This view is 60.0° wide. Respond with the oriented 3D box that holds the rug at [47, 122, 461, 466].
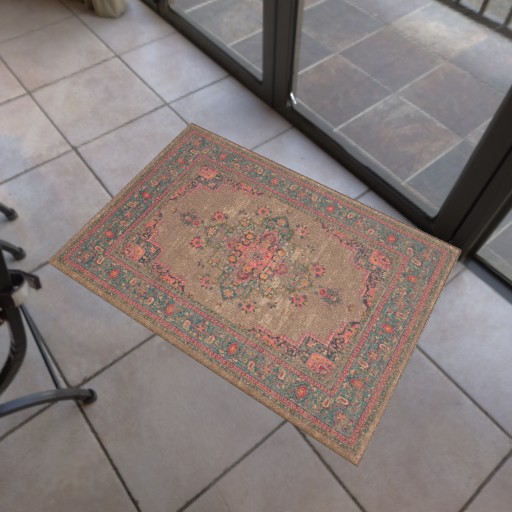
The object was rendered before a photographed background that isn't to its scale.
[{"bbox_3d":[0.000,0.000,3.755,2.890,0.013,2.005,29,63,16],"label":"rug"}]
